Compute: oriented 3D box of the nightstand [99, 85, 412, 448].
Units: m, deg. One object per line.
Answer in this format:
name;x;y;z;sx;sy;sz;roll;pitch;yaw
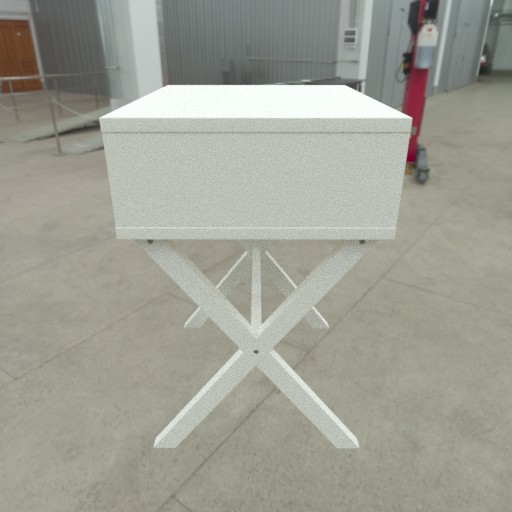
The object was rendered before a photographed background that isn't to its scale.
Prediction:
nightstand;0.000;0.000;0.917;0.402;0.623;0.479;0;26;0
